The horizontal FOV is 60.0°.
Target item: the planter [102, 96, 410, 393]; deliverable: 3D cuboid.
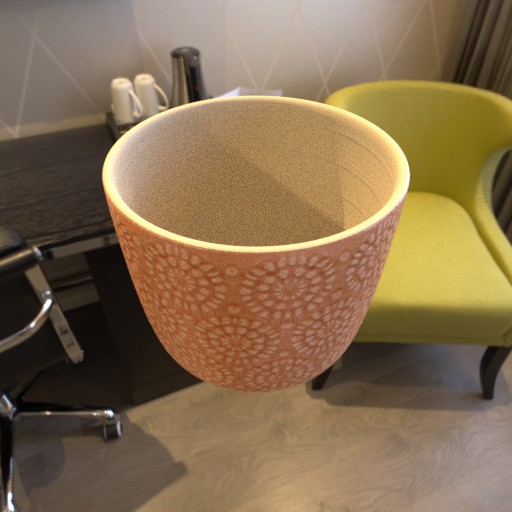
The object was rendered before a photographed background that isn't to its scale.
[{"bbox_3d":[0.000,0.000,0.371,0.208,0.190,0.208,0,42,0],"label":"planter"}]
